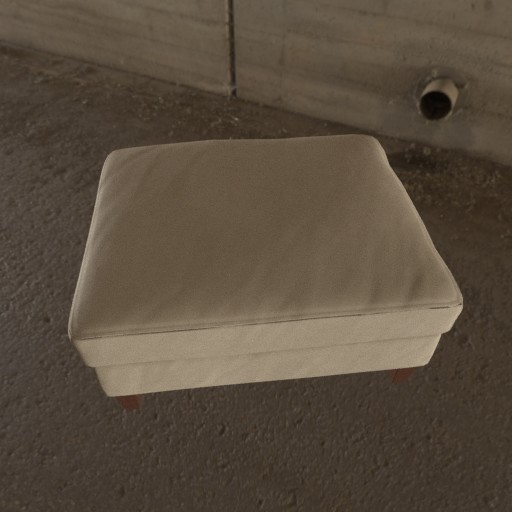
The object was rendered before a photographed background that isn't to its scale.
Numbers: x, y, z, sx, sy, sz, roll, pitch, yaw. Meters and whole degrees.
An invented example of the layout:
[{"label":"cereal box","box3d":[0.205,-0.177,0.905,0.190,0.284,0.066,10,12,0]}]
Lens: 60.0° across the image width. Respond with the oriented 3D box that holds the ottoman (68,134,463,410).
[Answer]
[{"label":"ottoman","box3d":[0.000,0.000,1.497,1.002,0.492,0.836,-4,46,-4]}]
